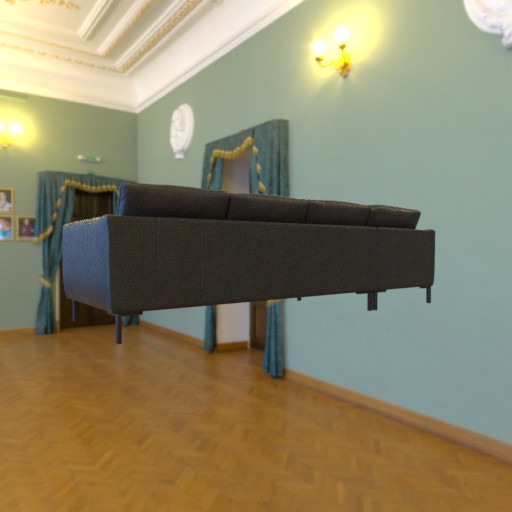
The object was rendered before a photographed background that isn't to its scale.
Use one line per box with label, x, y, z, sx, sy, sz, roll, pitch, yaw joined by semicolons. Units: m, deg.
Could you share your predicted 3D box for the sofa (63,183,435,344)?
sofa;0.000;0.000;3.686;2.993;0.859;1.471;-1;1;-37
